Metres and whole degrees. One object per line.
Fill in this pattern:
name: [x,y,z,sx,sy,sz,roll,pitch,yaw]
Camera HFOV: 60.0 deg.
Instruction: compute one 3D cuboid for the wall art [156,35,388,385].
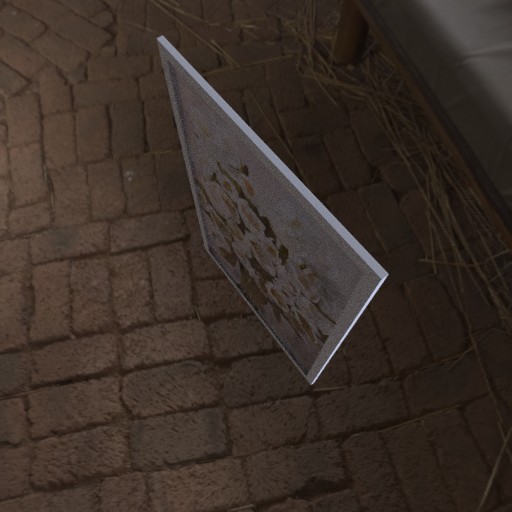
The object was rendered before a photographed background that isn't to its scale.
wall art: [0.000,0.000,1.226,0.015,0.965,0.660,-34,69,-15]
